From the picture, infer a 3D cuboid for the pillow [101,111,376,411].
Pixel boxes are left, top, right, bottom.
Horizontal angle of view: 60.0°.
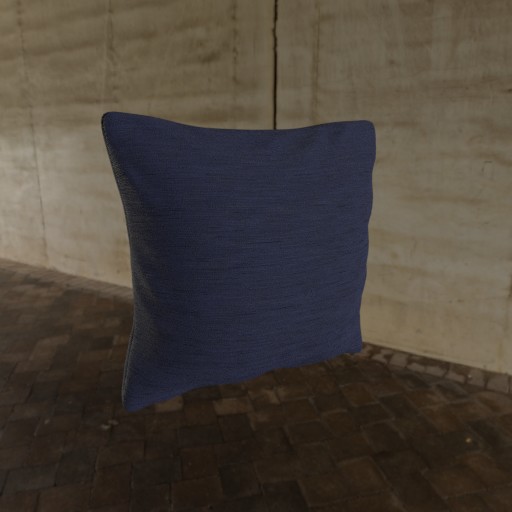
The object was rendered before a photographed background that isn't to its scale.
[{"bbox_3d":[0.000,0.000,0.685,0.432,0.414,0.246,-7,16,-26],"label":"pillow"}]
